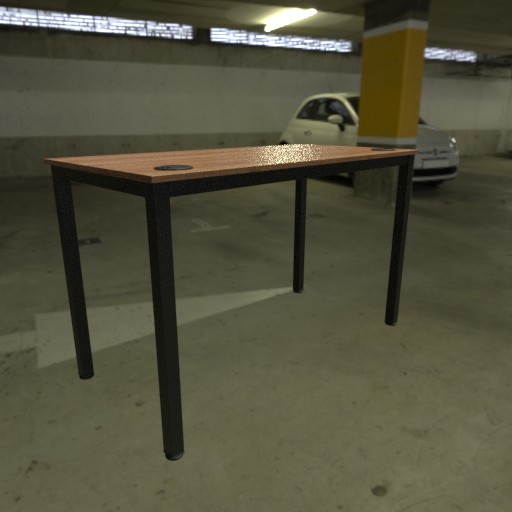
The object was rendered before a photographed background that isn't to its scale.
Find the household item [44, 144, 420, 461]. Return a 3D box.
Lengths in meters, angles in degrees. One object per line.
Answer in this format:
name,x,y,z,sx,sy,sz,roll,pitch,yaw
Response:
household item,0.000,0.000,1.639,1.200,0.750,0.600,-16,23,-42
